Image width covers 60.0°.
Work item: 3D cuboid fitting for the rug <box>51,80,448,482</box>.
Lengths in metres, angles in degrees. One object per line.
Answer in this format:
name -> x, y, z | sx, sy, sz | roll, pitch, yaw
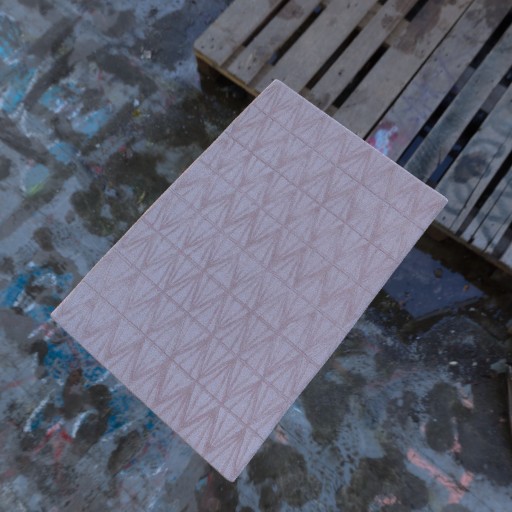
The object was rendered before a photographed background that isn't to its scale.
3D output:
rug -> 0.000, 0.000, 2.343 | 1.230, 0.025, 1.837 | 39, 78, 10
